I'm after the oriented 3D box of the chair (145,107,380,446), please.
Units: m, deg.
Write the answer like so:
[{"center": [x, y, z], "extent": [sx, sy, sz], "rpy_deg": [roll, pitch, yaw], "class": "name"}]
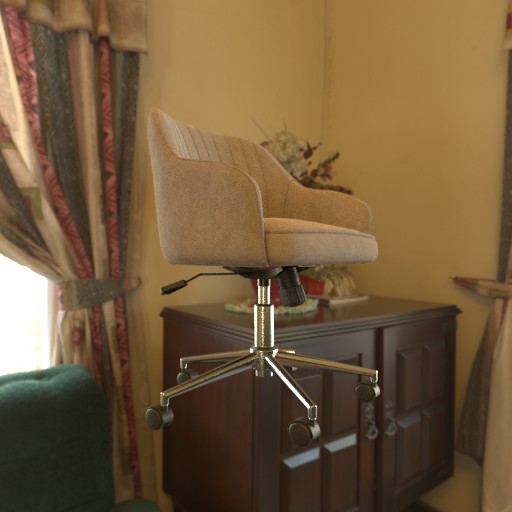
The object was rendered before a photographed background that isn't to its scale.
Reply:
[{"center": [0.000, 0.000, 1.264], "extent": [0.573, 0.831, 0.635], "rpy_deg": [0, 0, 36], "class": "chair"}]
